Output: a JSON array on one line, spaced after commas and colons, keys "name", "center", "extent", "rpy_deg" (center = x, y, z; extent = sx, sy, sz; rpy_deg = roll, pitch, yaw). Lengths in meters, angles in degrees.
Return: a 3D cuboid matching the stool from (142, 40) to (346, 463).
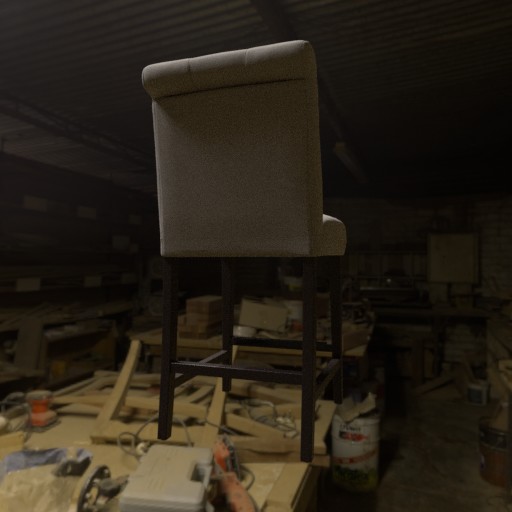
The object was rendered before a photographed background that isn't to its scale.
[{"name": "stool", "center": [0.000, 0.000, 1.377], "extent": [0.493, 1.040, 0.601], "rpy_deg": [0, 0, 19]}]
